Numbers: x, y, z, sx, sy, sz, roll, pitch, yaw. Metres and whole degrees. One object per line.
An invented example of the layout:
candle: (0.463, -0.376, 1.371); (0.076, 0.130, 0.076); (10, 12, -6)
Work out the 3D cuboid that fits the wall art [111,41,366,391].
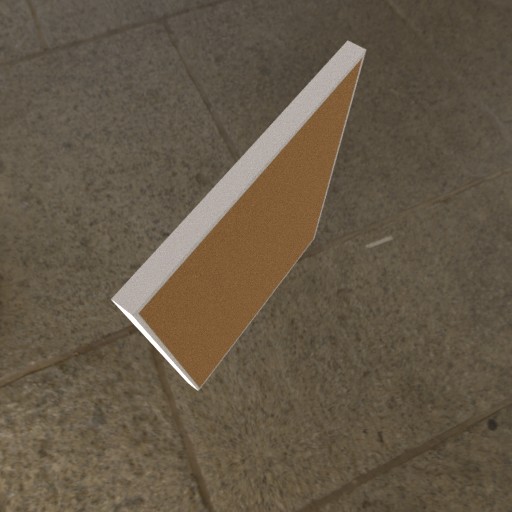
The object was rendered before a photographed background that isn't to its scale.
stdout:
wall art: (0.000, 0.000, 0.755); (0.030, 0.549, 0.443); (34, 70, 14)
